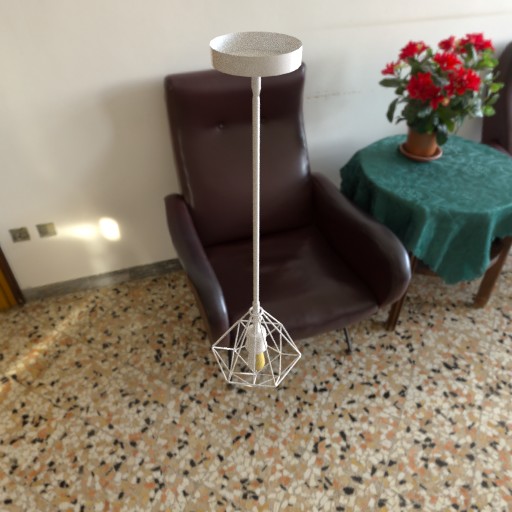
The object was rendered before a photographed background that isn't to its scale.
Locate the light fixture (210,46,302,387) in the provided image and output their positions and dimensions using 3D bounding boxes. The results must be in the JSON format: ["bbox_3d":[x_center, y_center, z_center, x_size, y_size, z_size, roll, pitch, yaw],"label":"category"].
[{"bbox_3d":[0.000,0.000,1.976,0.431,1.764,0.487,25,46,27],"label":"light fixture"}]
